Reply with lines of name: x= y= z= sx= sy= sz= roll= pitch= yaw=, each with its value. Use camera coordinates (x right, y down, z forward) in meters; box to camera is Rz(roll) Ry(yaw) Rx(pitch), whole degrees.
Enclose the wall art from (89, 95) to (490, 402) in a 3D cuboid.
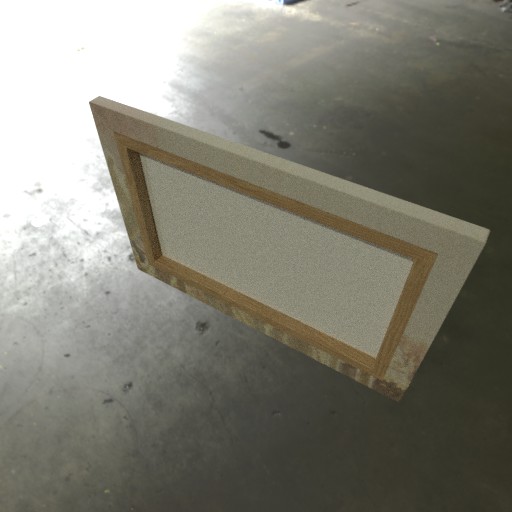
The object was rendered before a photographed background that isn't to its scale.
wall art: x=0.000 y=0.000 z=1.132 sx=0.916 sy=0.608 sz=0.040 roll=24 pitch=51 yaw=21
